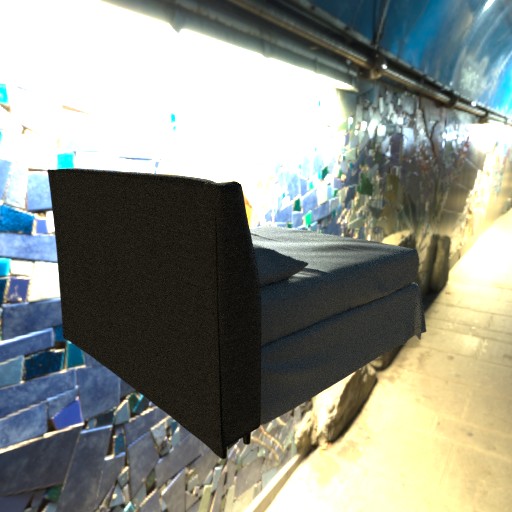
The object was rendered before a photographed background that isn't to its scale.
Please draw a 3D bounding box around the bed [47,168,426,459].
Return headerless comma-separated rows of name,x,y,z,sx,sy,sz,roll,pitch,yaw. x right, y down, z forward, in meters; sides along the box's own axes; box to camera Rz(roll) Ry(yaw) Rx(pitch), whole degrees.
bed,0.000,0.000,3.342,2.276,1.332,1.925,-13,18,-42
